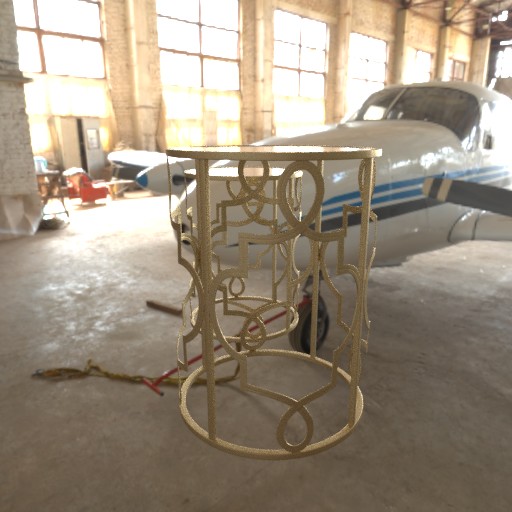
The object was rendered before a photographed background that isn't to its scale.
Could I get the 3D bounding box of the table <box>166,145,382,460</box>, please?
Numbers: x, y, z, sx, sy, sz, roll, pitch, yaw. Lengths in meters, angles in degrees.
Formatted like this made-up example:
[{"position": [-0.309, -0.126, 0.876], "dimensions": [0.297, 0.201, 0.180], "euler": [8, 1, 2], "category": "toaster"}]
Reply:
[{"position": [0.000, 0.000, 1.162], "dimensions": [0.420, 0.564, 0.846], "euler": [-2, 16, -9], "category": "table"}]
